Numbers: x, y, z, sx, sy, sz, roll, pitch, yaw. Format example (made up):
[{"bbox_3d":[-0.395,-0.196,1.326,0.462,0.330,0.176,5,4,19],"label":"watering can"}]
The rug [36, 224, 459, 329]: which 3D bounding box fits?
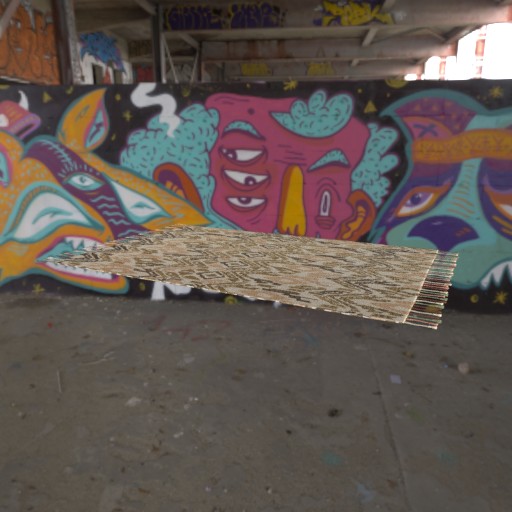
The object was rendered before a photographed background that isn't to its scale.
[{"bbox_3d":[0.000,0.000,2.984,2.438,0.008,1.524,7,16,26],"label":"rug"}]
